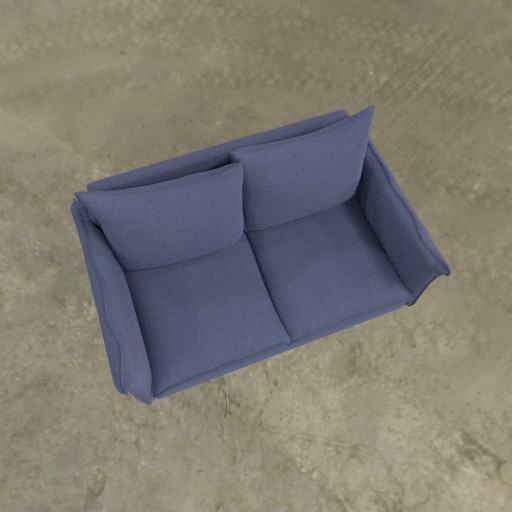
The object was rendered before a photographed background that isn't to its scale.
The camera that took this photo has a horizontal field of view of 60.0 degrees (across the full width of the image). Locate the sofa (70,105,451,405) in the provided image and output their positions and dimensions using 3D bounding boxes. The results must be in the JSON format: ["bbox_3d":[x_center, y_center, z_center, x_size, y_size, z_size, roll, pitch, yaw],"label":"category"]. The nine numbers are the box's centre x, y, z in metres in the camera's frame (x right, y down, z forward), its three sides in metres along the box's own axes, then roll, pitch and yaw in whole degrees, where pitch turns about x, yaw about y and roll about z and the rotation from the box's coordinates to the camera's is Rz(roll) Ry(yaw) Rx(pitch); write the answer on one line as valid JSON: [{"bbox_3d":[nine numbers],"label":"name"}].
[{"bbox_3d":[0.000,0.000,1.863,1.300,0.840,0.820,-19,65,-9],"label":"sofa"}]
